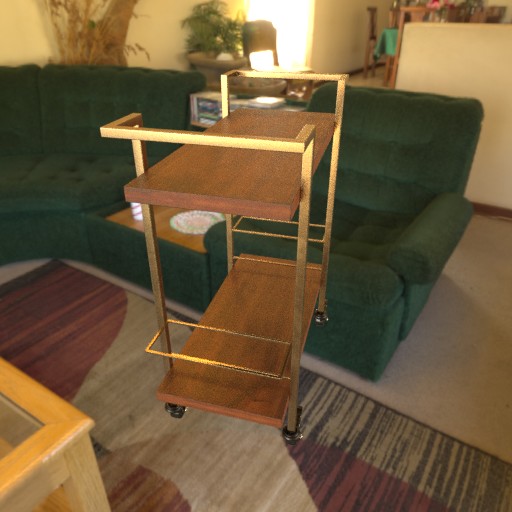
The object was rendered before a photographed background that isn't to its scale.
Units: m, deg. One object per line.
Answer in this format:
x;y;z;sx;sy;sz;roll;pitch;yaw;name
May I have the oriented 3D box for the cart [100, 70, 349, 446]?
0.000;0.000;1.156;0.364;0.807;0.695;8;31;13;cart
